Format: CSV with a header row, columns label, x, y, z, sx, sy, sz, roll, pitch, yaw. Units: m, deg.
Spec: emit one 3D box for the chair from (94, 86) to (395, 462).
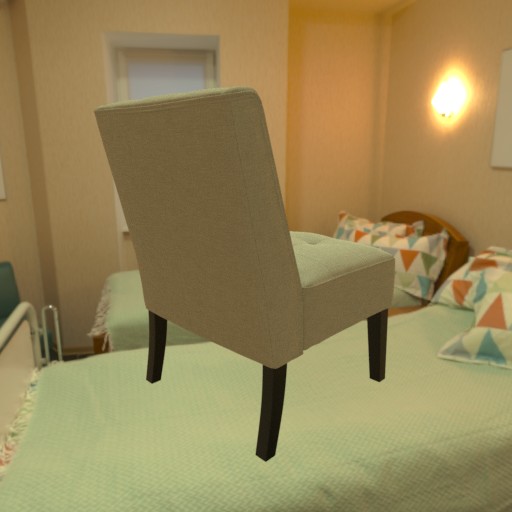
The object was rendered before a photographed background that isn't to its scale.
label,x,y,z,sx,sy,sz,roll,pitch,yaw
chair,0.000,0.000,1.304,0.676,0.853,0.569,-13,19,-43
